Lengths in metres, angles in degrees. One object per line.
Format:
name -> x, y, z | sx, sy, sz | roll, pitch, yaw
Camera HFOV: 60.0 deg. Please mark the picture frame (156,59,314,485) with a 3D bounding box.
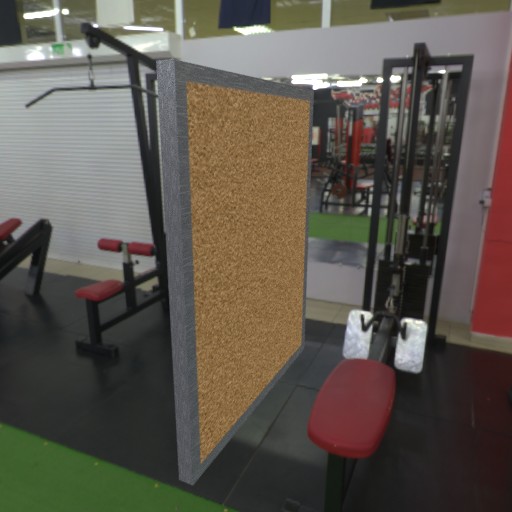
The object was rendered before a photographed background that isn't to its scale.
picture frame -> 0.000, 0.000, 0.753 | 0.029, 0.559, 0.454 | 8, 18, 25
